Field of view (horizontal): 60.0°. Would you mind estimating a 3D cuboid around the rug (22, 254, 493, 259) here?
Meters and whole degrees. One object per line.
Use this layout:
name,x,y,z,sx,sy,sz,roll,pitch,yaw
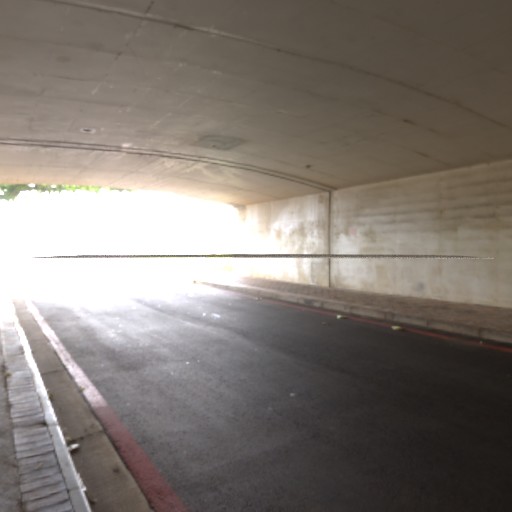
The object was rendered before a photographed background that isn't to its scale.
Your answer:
rug,0.000,0.000,2.606,2.390,0.014,0.741,0,1,1
